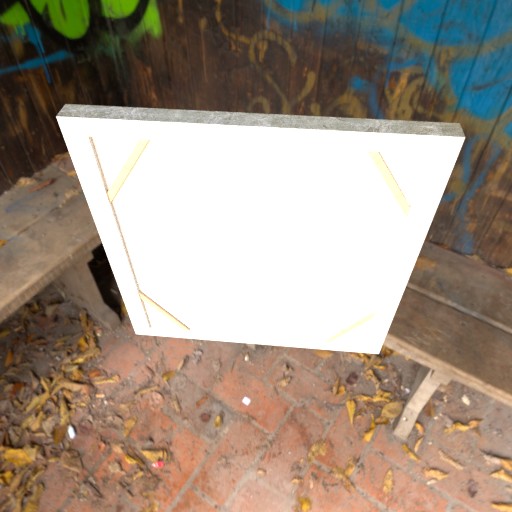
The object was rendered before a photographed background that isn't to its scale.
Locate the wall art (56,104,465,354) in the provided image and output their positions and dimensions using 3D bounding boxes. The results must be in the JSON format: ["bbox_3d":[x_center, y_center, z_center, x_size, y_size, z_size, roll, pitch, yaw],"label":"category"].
[{"bbox_3d":[0.000,0.000,0.895,0.610,0.610,0.038,4,48,4],"label":"wall art"}]
